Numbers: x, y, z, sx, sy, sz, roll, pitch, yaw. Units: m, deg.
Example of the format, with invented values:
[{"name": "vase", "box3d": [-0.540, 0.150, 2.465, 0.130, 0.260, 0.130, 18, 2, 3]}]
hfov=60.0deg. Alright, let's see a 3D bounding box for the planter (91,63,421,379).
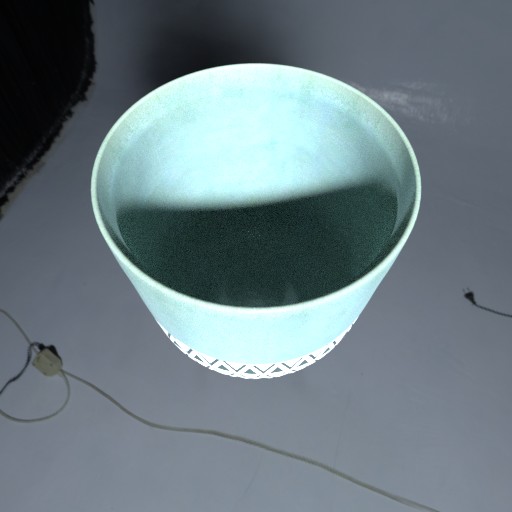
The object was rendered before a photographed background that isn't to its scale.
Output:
[{"name": "planter", "box3d": [0.000, 0.000, 0.361, 0.198, 0.214, 0.198, 0, 58, 0]}]
